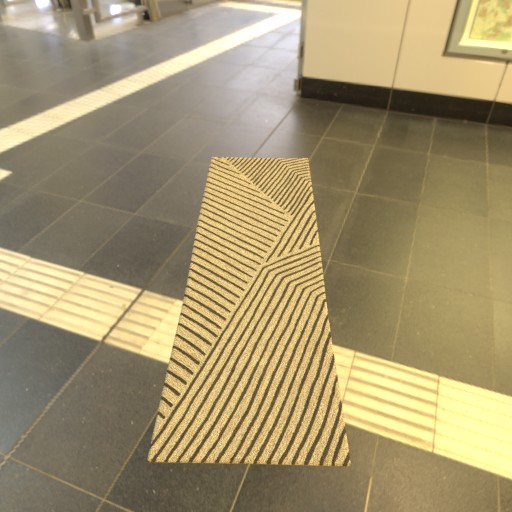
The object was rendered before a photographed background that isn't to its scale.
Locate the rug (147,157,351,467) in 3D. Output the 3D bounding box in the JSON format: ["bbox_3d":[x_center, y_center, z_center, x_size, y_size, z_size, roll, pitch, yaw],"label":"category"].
[{"bbox_3d":[0.000,0.000,2.604,0.773,0.020,2.439,1,40,1],"label":"rug"}]
